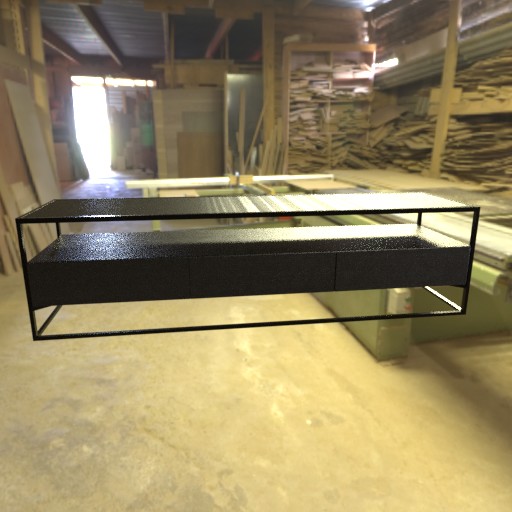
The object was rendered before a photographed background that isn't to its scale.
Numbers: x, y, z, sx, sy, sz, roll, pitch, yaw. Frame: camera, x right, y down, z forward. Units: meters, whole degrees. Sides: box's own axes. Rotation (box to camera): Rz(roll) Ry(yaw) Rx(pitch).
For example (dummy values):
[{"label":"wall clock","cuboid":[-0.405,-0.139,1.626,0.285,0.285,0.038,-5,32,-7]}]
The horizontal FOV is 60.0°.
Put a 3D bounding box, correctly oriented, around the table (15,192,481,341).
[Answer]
[{"label":"table","cuboid":[0.000,0.000,1.642,1.486,0.395,0.399,-2,16,-8]}]
